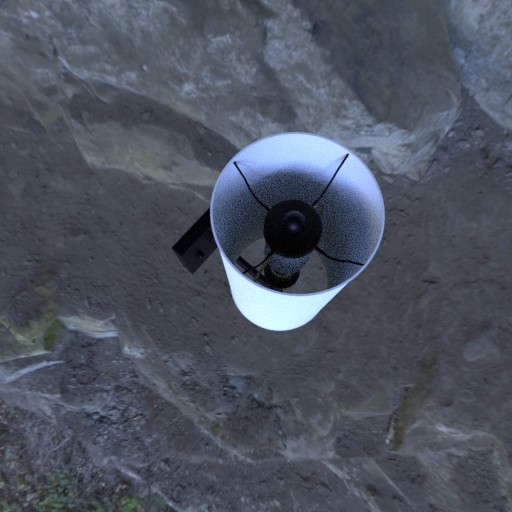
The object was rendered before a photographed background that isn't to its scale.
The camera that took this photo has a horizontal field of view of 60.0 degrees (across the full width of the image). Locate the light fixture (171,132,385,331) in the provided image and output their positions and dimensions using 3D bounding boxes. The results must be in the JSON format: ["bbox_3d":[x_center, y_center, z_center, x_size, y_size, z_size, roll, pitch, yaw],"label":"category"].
[{"bbox_3d":[0.000,0.000,0.555,0.208,0.462,0.128,40,79,10],"label":"light fixture"}]
